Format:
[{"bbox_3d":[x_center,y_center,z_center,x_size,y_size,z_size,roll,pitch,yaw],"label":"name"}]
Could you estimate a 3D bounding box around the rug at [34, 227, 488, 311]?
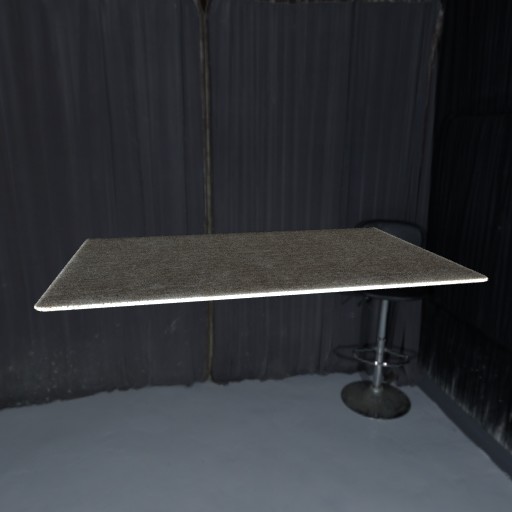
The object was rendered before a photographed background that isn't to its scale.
[{"bbox_3d":[0.000,0.000,3.059,2.469,0.024,1.539,-3,15,-11],"label":"rug"}]
